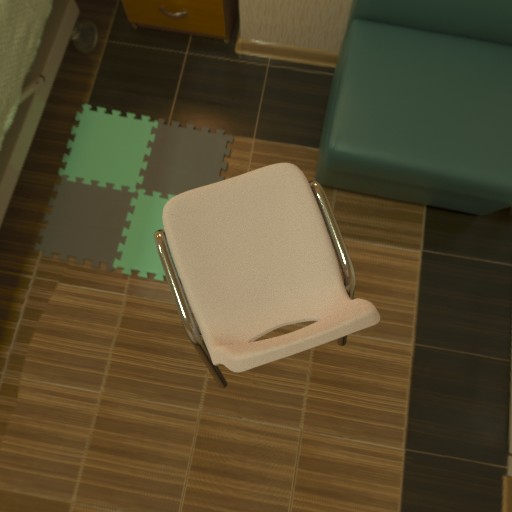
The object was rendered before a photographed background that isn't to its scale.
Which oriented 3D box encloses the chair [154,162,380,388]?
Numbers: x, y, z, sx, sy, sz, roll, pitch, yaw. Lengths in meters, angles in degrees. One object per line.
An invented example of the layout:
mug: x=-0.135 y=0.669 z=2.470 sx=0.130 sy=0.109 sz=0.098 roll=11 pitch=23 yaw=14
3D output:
chair: x=0.000 y=0.000 z=0.847 sx=0.354 sy=0.586 sz=0.423 roll=-18 pitch=76 yaw=-5
